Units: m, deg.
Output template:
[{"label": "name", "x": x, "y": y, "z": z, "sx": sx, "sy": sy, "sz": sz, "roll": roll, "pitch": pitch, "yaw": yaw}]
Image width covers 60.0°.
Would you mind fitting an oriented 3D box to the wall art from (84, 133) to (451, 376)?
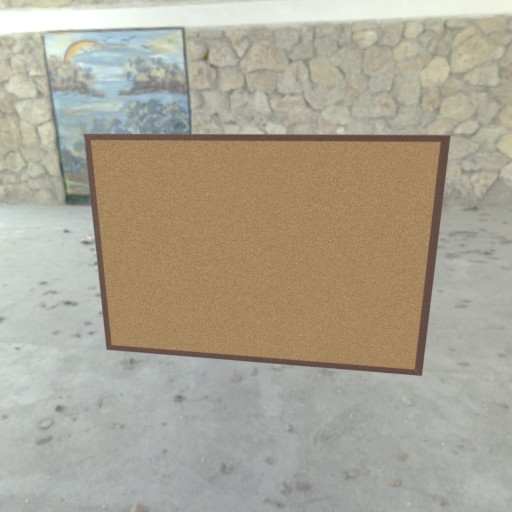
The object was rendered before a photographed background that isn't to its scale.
[{"label": "wall art", "x": 0.000, "y": 0.000, "z": 0.859, "sx": 0.660, "sy": 0.455, "sz": 0.014, "roll": 3, "pitch": 17, "yaw": 9}]
